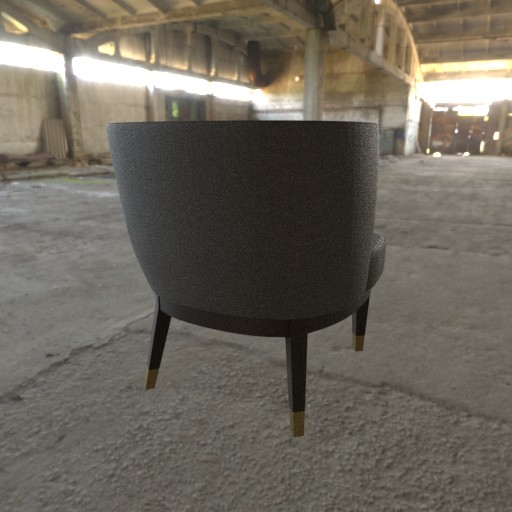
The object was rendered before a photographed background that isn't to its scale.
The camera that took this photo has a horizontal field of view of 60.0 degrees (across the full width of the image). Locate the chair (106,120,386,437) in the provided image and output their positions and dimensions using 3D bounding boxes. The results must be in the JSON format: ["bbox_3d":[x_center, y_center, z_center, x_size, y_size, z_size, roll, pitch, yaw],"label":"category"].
[{"bbox_3d":[0.000,0.000,1.222,0.639,0.695,0.698,8,17,26],"label":"chair"}]
